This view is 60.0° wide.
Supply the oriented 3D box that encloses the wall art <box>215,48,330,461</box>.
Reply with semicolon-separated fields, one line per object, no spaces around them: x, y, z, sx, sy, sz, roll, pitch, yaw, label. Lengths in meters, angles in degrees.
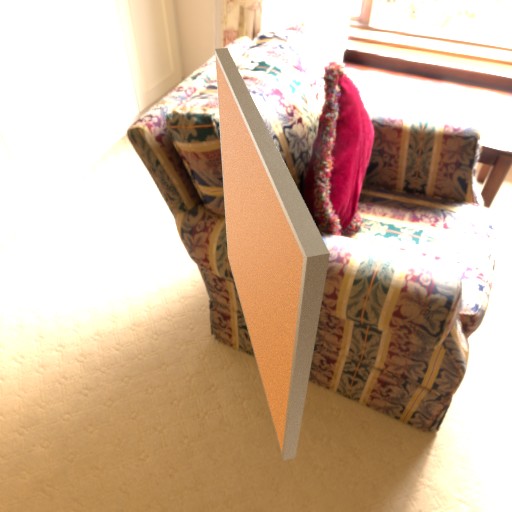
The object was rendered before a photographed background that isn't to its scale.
0.000;0.000;1.216;0.038;0.807;0.809;-10;46;-9;wall art
